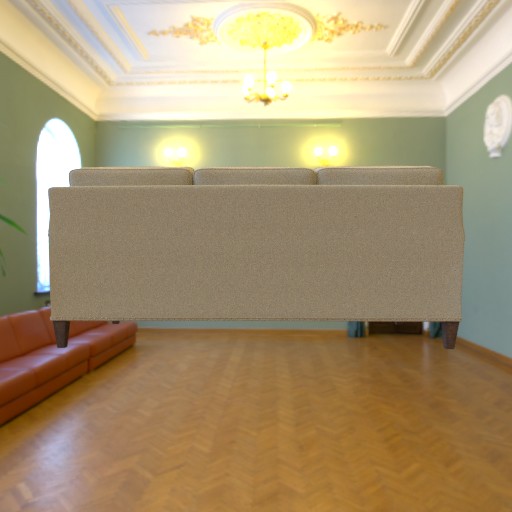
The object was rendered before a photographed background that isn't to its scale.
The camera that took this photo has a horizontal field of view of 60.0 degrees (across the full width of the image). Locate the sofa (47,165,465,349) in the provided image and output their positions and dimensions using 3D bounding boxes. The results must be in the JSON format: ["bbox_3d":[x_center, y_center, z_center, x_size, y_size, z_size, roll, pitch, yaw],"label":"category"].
[{"bbox_3d":[0.000,0.000,2.818,2.246,1.003,1.084,0,0,1],"label":"sofa"}]
